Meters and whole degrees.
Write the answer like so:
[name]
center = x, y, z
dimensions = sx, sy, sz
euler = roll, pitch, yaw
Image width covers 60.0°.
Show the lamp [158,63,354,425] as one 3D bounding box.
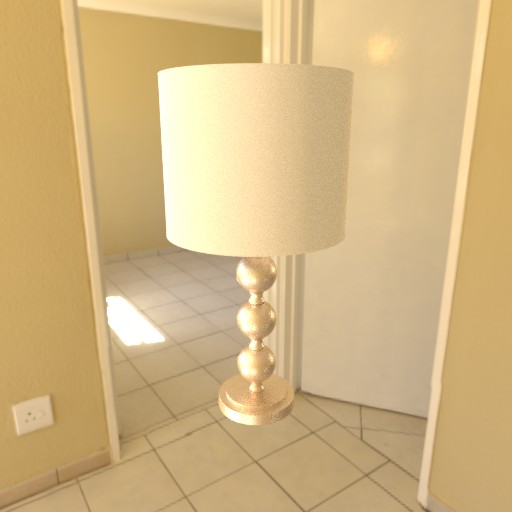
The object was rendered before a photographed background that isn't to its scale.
[lamp]
center = 0.000, 0.000, 0.710
dimensions = 0.277, 0.538, 0.277
euler = -15, 23, -42
